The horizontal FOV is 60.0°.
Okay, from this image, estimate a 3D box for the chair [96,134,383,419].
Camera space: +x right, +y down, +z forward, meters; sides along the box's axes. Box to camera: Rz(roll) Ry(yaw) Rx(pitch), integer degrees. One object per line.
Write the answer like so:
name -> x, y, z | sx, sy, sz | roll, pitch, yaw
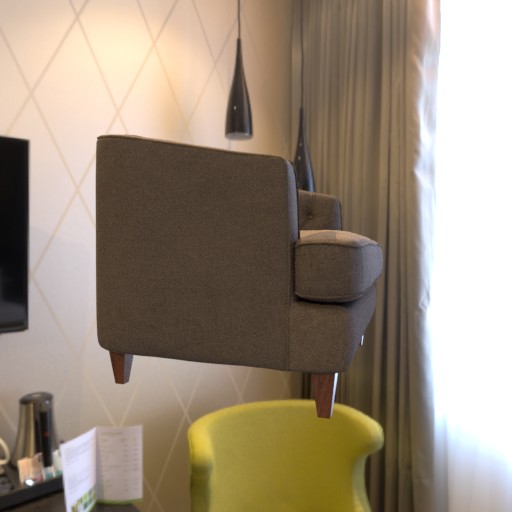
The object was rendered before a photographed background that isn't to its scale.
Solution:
chair -> 0.000, 0.000, 1.755 | 0.941, 0.852, 1.104 | 0, 1, 18
